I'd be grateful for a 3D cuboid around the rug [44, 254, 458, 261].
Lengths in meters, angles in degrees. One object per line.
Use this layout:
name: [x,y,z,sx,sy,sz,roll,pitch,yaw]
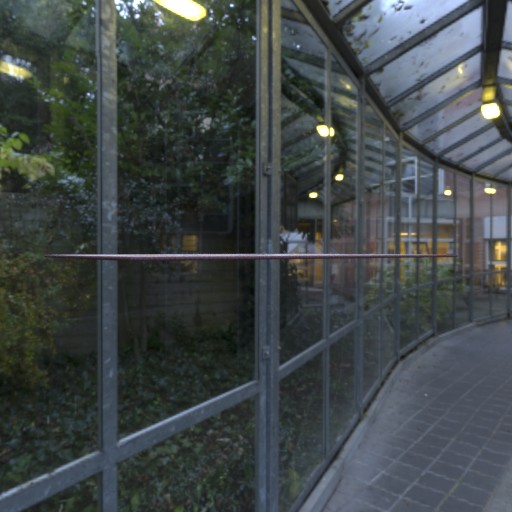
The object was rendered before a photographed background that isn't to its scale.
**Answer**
rug: [0.000,0.000,5.884,4.578,0.033,3.033,0,1,-37]
